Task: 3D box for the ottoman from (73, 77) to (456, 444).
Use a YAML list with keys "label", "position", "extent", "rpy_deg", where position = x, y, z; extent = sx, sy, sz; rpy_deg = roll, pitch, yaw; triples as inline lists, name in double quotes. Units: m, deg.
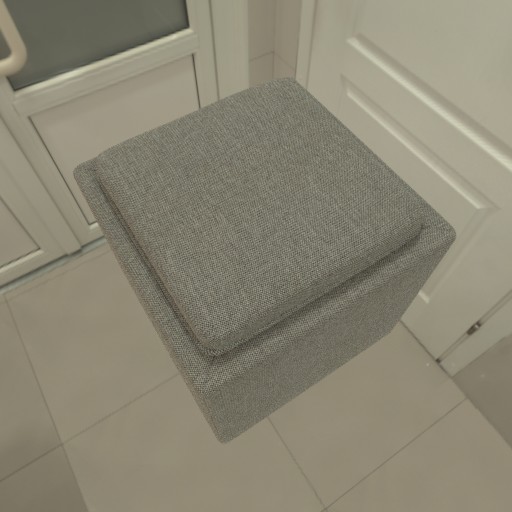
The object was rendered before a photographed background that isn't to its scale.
- label: "ottoman"
  position: [0.000, 0.000, 0.844]
  extent: [0.450, 0.460, 0.450]
  rpy_deg: [-29, 63, -16]
